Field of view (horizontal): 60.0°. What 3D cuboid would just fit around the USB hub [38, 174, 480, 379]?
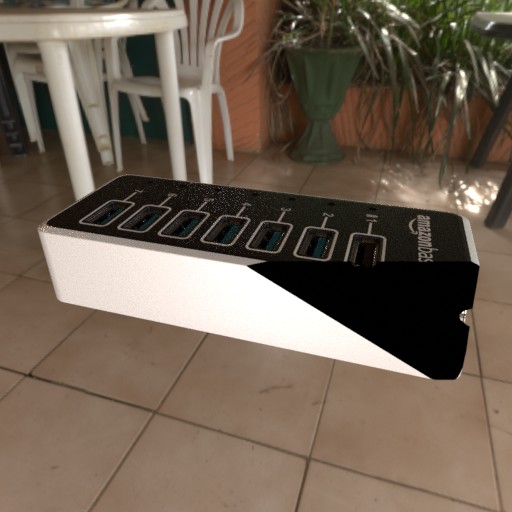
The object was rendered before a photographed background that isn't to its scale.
[{"bbox_3d":[0.000,0.000,0.125,0.110,0.023,0.044,9,32,15],"label":"USB hub"}]
